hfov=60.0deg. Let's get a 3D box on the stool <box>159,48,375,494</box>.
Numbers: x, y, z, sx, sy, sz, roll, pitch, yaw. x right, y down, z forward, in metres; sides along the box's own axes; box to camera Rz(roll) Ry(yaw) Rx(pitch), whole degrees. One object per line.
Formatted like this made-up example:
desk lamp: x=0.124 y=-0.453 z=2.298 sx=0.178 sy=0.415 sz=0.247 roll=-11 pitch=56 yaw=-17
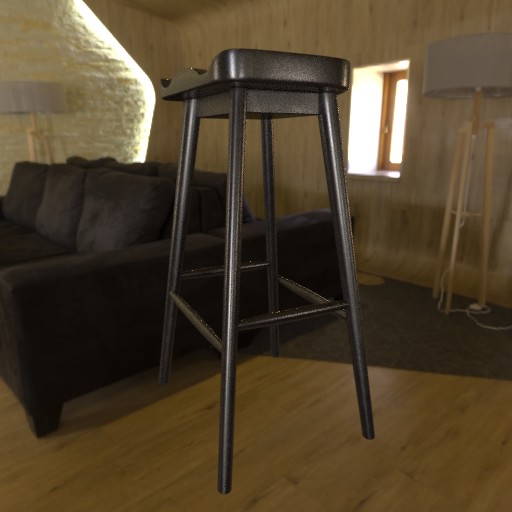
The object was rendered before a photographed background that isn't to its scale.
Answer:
stool: x=0.000 y=0.000 z=0.964 sx=0.361 sy=0.749 sz=0.440 roll=-7 pitch=16 yaw=-26
